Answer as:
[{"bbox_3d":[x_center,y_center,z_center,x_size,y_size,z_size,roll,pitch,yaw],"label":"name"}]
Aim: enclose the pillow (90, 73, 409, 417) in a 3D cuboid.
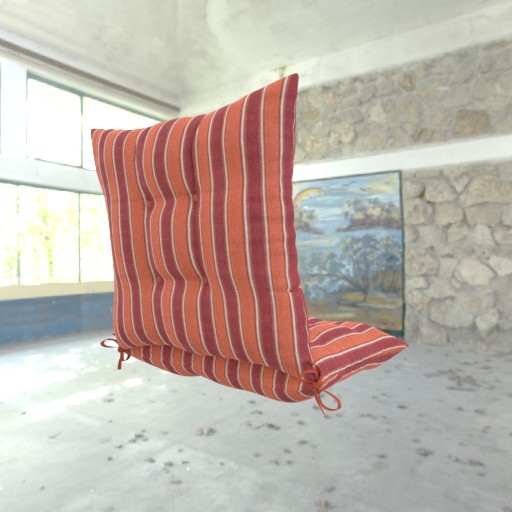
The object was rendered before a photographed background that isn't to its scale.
[{"bbox_3d":[0.000,0.000,0.985,0.541,0.536,0.585,0,0,36],"label":"pillow"}]
